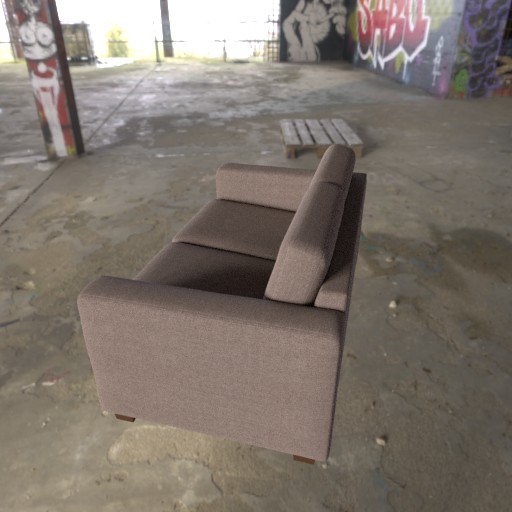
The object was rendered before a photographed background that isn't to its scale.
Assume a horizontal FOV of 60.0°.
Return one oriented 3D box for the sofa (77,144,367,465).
[{"bbox_3d":[0.000,0.000,2.050,0.900,0.800,1.520,7,30,13],"label":"sofa"}]
